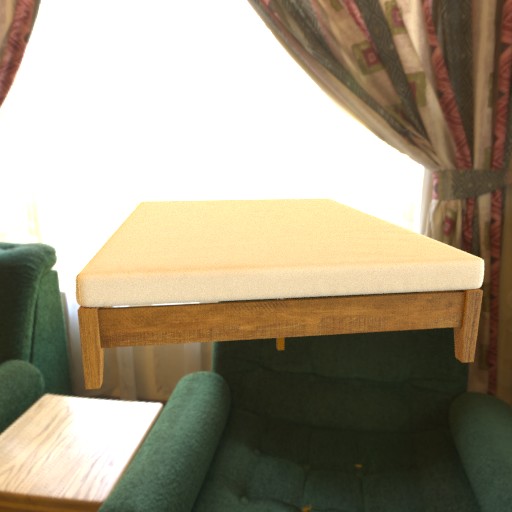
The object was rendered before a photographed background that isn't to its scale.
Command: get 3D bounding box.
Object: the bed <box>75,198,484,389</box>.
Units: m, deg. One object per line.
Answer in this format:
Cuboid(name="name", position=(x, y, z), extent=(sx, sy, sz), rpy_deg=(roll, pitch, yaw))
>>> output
Cuboid(name="bed", position=(0.000, 0.000, 2.610), extent=(1.536, 0.431, 2.016), rpy_deg=(-2, 14, -8))
